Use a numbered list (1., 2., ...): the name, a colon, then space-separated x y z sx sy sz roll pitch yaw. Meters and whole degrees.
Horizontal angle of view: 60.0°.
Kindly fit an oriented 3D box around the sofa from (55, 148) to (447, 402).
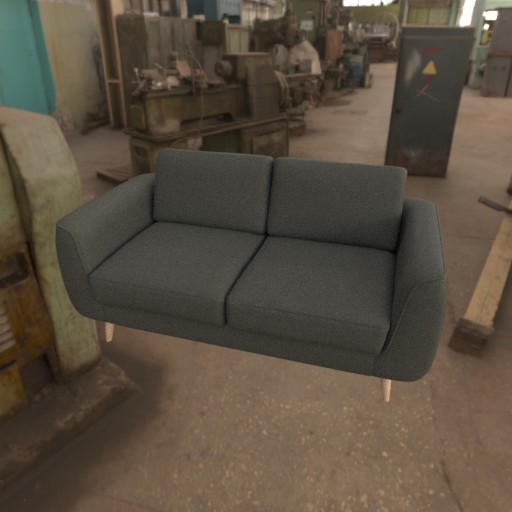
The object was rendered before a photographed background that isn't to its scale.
1. sofa: 0.000 0.000 2.206 1.700 0.850 0.920 8 28 15
